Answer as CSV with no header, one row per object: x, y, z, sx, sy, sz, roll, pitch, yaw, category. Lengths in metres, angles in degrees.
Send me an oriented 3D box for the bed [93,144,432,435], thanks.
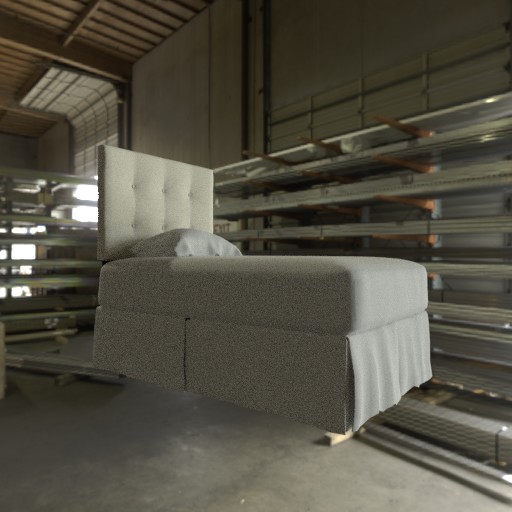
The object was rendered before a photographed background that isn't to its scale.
0.000,0.000,2.982,1.997,1.571,1.261,0,0,37,bed
